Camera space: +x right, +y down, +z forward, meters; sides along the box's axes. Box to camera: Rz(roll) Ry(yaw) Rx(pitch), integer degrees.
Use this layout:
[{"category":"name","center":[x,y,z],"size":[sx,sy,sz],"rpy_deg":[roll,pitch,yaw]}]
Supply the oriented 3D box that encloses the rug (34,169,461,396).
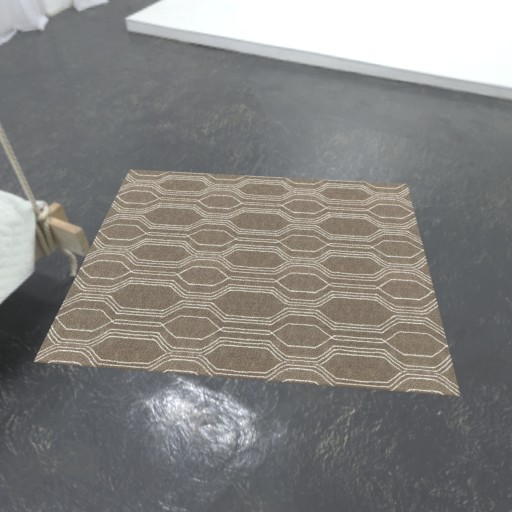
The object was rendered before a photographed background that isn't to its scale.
[{"category":"rug","center":[0.000,0.000,4.018],"size":[3.062,0.012,2.457],"rpy_deg":[4,46,4]}]
